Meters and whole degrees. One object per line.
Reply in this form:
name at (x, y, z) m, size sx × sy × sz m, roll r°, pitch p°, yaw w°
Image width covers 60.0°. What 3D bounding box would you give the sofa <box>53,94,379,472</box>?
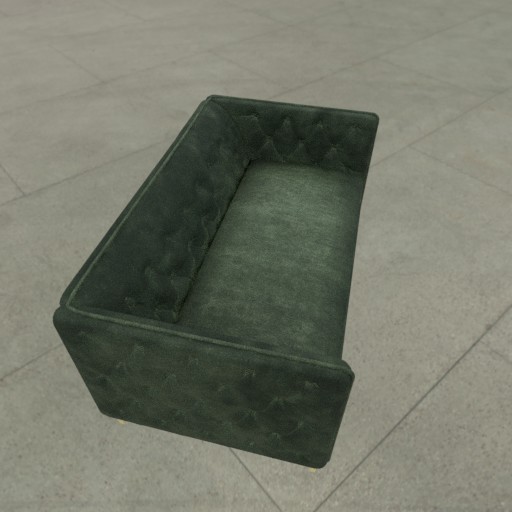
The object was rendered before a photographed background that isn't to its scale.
sofa at (0.000, 0.000, 1.985) m, size 0.895 × 0.768 × 1.537 m, roll 10°, pitch 46°, yaw 10°
